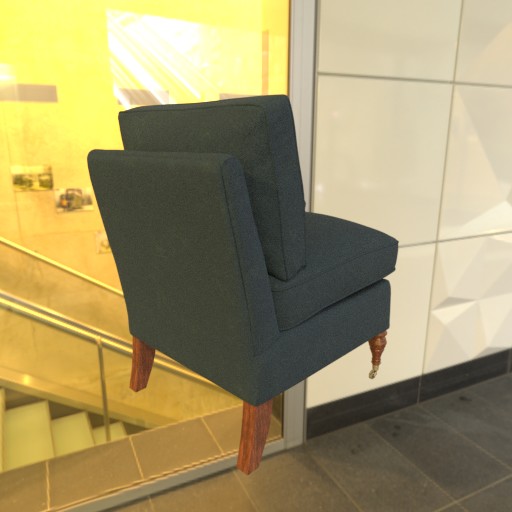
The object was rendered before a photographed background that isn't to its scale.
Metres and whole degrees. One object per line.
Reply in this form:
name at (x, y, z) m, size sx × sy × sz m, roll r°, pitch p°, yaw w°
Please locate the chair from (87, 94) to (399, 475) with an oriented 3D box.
chair at (0.000, 0.000, 1.625) m, size 0.724 × 1.052 × 0.912 m, roll 14°, pitch 21°, yaw 43°
